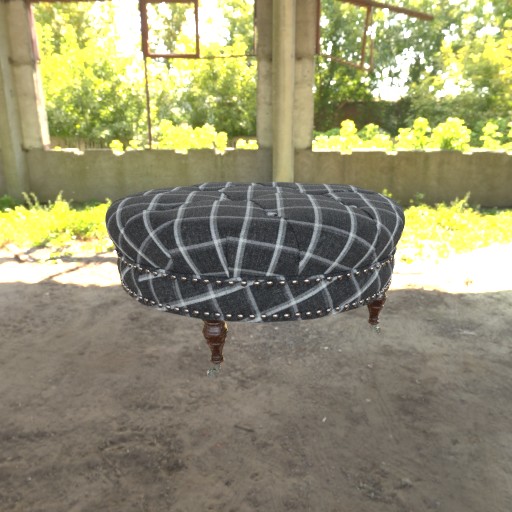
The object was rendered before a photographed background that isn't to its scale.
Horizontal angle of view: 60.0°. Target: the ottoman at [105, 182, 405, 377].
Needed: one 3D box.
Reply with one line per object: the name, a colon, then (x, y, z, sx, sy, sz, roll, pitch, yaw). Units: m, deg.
ottoman: (0.000, 0.000, 1.429, 0.901, 0.439, 0.901, 0, 15, 0)
